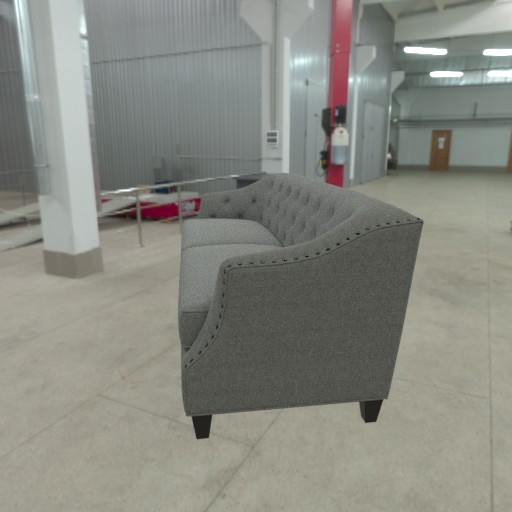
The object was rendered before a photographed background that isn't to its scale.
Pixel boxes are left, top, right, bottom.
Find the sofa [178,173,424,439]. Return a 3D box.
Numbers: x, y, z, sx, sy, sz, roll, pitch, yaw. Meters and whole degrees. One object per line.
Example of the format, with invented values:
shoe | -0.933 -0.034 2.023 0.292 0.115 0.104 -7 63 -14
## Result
sofa | 0.000 0.000 2.712 0.914 0.901 2.235 -2 15 -8
